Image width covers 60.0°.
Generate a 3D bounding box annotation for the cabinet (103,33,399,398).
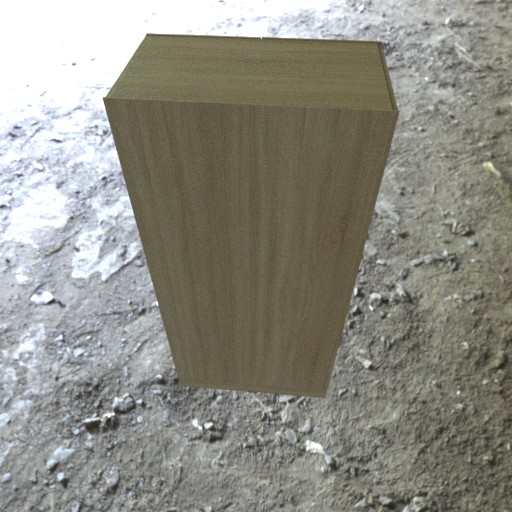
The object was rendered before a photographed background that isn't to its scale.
[{"bbox_3d":[0.000,0.000,2.458,1.001,2.121,0.590,4,47,3],"label":"cabinet"}]
